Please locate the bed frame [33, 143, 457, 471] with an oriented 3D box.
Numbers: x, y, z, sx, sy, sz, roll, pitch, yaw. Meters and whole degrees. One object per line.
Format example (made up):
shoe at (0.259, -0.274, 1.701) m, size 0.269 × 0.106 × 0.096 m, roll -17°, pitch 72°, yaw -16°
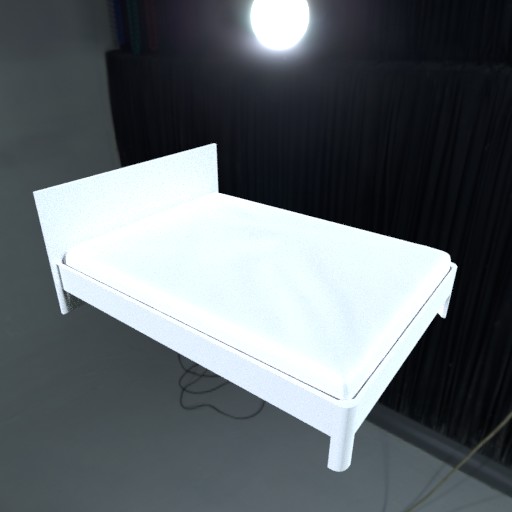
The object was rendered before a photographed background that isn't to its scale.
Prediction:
bed frame at (0.000, 0.000, 2.628) m, size 1.950 × 0.800 × 1.490 m, roll 19°, pitch 32°, yaw 32°
